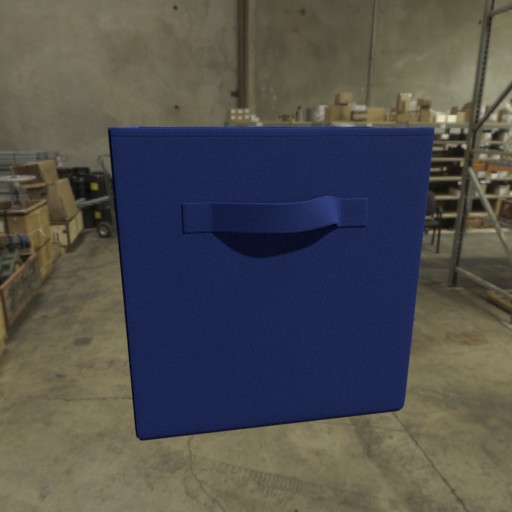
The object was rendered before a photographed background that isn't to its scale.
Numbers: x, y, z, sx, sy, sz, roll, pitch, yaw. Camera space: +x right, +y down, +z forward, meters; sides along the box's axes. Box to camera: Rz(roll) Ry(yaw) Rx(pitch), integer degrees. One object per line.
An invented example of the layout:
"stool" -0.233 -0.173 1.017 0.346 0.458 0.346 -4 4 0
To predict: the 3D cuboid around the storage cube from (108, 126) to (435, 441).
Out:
"storage cube" 0.000 0.000 0.499 0.270 0.280 0.270 -3 17 -10
